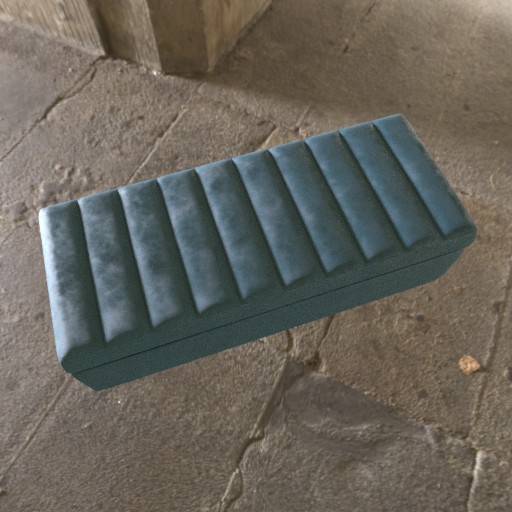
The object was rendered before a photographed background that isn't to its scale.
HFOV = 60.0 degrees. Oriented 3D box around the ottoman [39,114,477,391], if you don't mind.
[{"bbox_3d":[0.000,0.000,1.407,1.151,0.469,0.482,-17,64,-8],"label":"ottoman"}]
